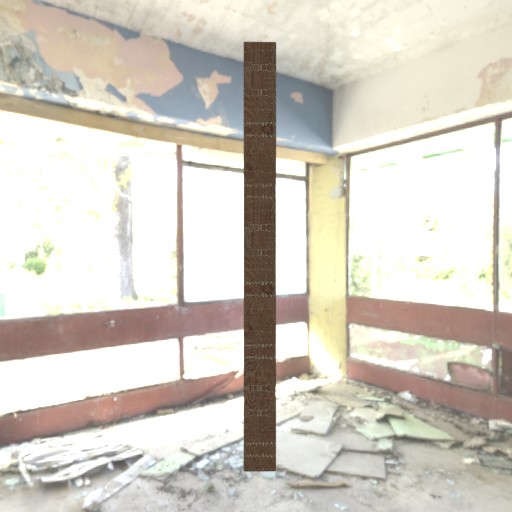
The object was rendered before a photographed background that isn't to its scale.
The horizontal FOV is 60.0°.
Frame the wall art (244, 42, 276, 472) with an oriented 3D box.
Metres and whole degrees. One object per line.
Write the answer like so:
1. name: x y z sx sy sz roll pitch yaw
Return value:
1. wall art: 0.000 0.000 0.813 0.040 0.531 0.531 0 0 -1
